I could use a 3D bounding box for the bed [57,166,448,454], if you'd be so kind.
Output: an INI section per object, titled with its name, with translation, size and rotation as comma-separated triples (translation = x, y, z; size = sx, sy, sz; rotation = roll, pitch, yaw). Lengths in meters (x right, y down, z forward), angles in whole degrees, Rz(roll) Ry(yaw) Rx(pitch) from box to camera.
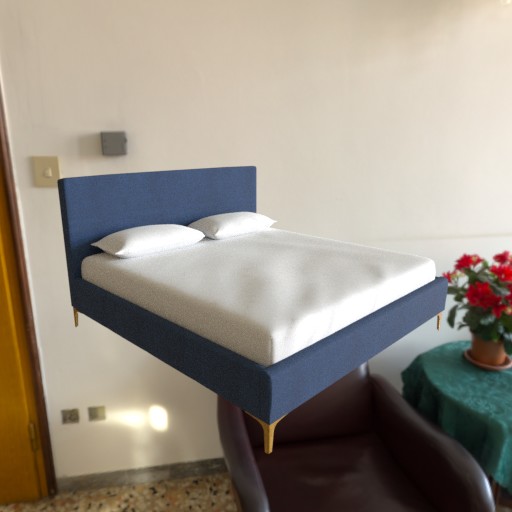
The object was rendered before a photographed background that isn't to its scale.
[bed]
translation = 0.000, 0.000, 3.490
size = 2.232, 1.231, 2.096
rotation = 14, 21, 43
